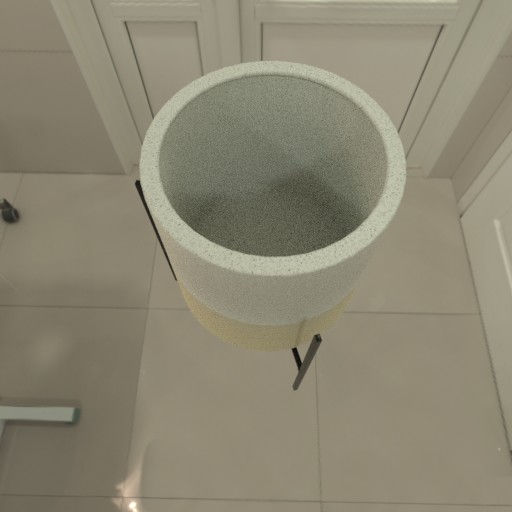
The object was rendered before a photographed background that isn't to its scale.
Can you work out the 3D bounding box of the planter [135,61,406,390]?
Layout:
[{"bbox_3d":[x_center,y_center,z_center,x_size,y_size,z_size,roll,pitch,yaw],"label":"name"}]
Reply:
[{"bbox_3d":[0.000,0.000,0.548,0.267,0.362,0.263,1,64,0],"label":"planter"}]
